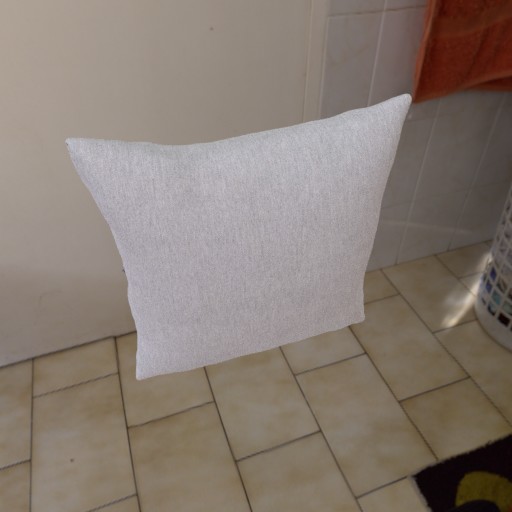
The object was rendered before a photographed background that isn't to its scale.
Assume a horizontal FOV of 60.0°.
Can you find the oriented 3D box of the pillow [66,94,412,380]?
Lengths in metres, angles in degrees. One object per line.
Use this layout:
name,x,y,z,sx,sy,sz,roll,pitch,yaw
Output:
pillow,0.000,0.000,0.669,0.433,0.436,0.173,-12,43,-13
